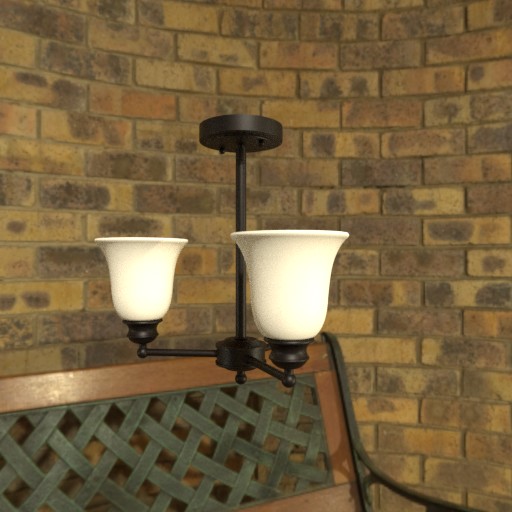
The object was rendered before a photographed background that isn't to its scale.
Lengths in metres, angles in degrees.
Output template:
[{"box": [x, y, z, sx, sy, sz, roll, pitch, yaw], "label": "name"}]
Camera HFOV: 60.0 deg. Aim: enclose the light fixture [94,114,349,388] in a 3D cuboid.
[{"box": [0.000, 0.000, 0.669, 0.388, 0.370, 0.354, 0, 0, 36], "label": "light fixture"}]
